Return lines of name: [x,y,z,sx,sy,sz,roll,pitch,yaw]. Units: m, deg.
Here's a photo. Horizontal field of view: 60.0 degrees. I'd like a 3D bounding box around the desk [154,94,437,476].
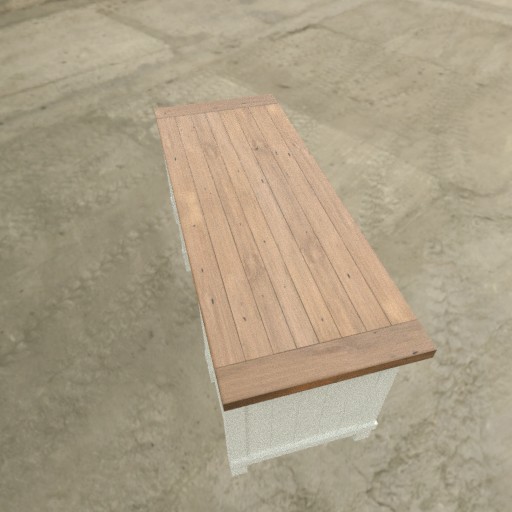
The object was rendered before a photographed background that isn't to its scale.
desk: [0.000,0.000,2.210,0.688,0.760,1.803,-11,47,-11]
